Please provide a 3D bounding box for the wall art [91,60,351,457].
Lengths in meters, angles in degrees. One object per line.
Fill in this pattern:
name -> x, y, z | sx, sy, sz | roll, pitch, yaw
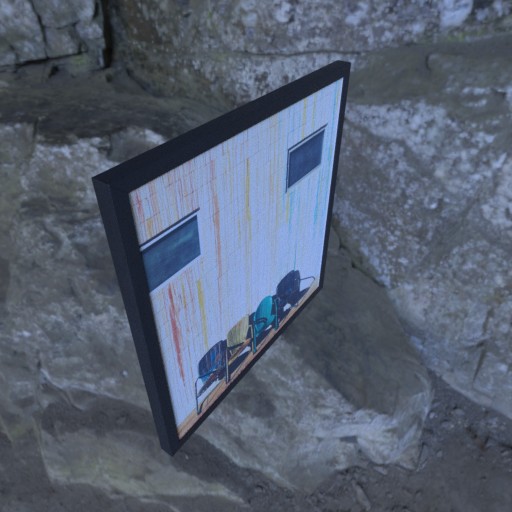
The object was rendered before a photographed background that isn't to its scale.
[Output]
wall art -> 0.000, 0.000, 1.111 | 0.039, 0.763, 0.763 | 24, 44, 27
